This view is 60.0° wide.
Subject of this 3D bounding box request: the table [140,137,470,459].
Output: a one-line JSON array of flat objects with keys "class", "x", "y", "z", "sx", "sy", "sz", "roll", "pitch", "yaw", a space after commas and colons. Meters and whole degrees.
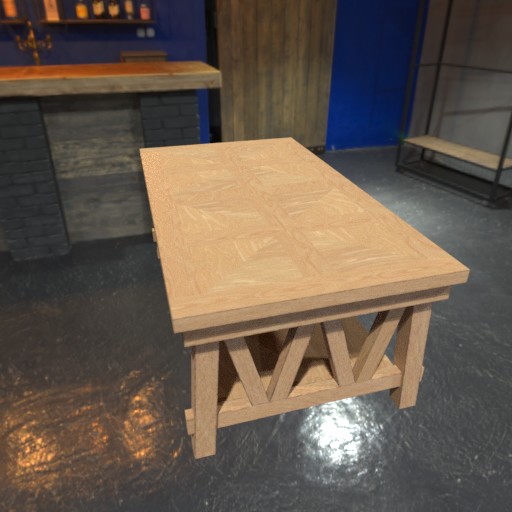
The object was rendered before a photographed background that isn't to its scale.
[{"class": "table", "x": 0.000, "y": 0.000, "z": 1.638, "sx": 0.711, "sy": 0.507, "sz": 1.270, "roll": -8, "pitch": 31, "yaw": -14}]
